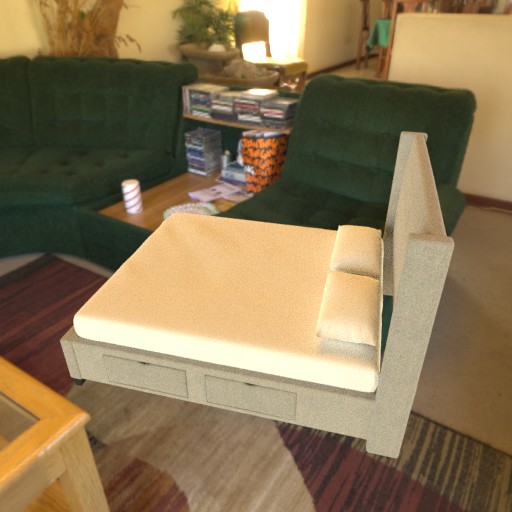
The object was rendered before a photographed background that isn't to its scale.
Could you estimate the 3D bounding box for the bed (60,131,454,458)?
[{"bbox_3d":[0.000,0.000,3.243,2.222,1.491,1.774,8,32,12],"label":"bed"}]
